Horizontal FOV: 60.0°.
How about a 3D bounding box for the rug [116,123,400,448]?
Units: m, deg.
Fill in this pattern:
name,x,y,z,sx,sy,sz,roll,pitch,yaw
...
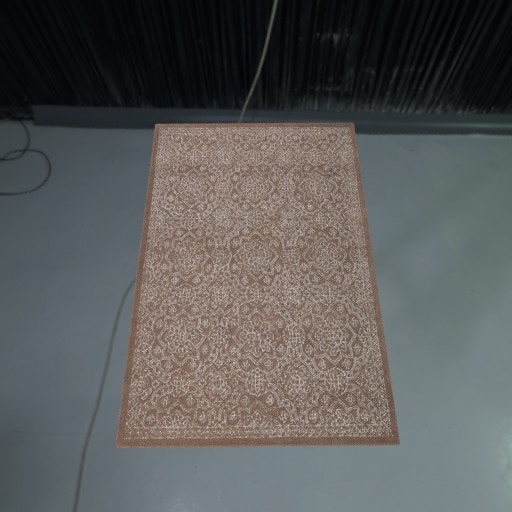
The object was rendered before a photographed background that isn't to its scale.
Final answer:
name,x,y,z,sx,sy,sz,roll,pitch,yaw
rug,0.000,0.000,2.888,1.524,0.011,2.286,0,63,0
